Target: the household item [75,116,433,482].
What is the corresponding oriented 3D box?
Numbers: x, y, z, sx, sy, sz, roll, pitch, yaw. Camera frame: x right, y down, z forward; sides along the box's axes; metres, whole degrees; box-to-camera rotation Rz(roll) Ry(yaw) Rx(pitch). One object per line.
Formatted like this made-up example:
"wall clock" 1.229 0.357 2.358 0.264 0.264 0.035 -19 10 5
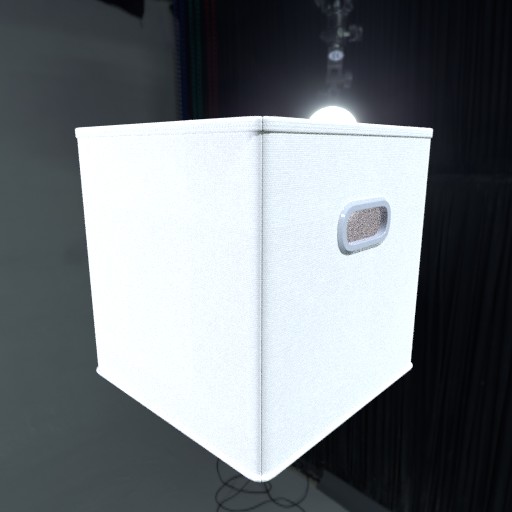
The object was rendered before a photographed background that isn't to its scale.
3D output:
"household item" 0.000 0.000 0.551 0.305 0.305 0.305 13 19 42
